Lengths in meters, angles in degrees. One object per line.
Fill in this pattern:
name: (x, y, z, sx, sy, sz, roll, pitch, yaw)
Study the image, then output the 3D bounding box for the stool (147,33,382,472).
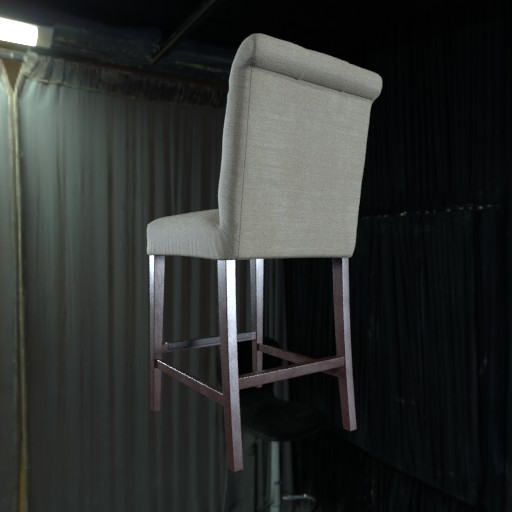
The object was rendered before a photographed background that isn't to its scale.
stool: (0.000, 0.000, 1.426, 0.486, 1.084, 0.660, -1, 2, -36)
